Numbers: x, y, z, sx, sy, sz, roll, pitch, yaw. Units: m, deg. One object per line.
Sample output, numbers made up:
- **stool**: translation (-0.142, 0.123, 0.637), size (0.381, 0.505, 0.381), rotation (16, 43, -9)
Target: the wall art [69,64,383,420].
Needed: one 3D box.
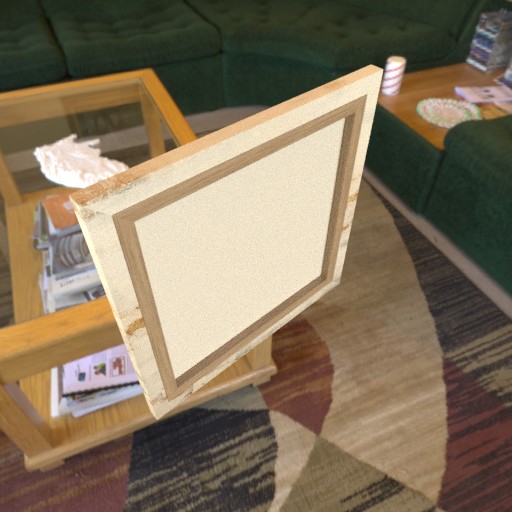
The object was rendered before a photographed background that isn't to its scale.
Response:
- **wall art**: translation (0.000, 0.000, 1.130), size (0.753, 0.755, 0.038), rotation (-32, 54, -27)
